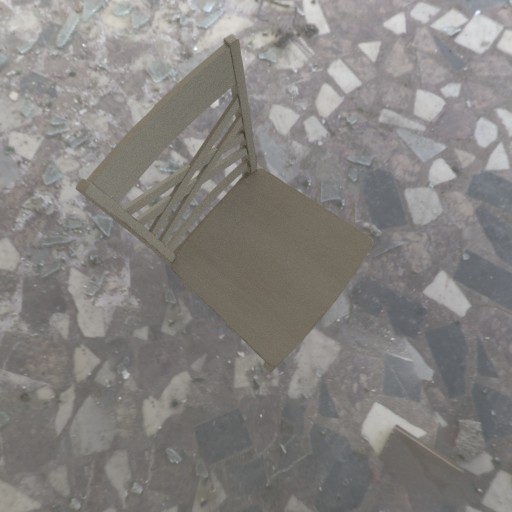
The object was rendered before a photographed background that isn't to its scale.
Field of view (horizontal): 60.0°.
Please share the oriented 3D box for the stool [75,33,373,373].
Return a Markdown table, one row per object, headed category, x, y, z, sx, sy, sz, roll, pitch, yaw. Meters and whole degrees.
| category | x | y | z | sx | sy | sz | roll | pitch | yaw |
| --- | --- | --- | --- | --- | --- | --- | --- | --- | --- |
| stool | 0.000 | 0.000 | 1.361 | 0.539 | 1.079 | 0.462 | 39 | 78 | 10 |
